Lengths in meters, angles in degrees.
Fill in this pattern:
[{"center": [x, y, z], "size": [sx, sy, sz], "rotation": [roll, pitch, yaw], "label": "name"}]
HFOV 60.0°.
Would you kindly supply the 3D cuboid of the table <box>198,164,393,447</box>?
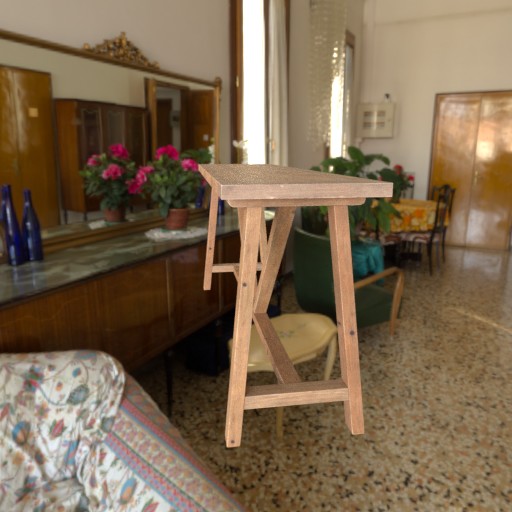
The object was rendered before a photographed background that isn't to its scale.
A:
[{"center": [0.000, 0.000, 2.118], "size": [0.465, 0.810, 1.800], "rotation": [-2, 14, -9], "label": "table"}]
